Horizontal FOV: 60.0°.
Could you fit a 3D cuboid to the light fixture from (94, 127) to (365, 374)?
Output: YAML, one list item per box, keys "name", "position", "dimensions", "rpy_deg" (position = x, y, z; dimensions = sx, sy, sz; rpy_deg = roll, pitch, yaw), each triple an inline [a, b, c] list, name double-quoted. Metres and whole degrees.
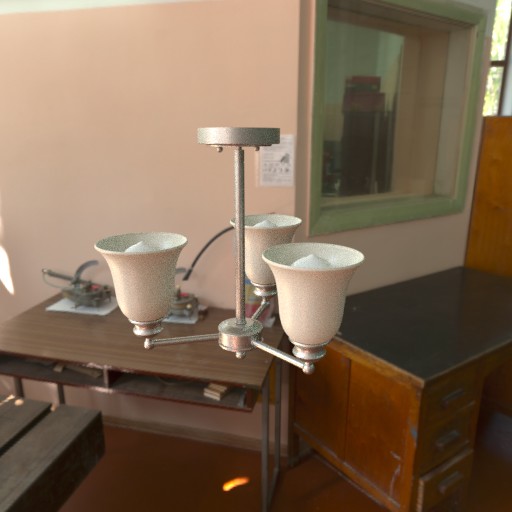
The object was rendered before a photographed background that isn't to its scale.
- name: "light fixture"
  position: [0.000, 0.000, 0.666]
  dimensions: [0.388, 0.370, 0.354]
  rpy_deg: [-13, 20, -41]
